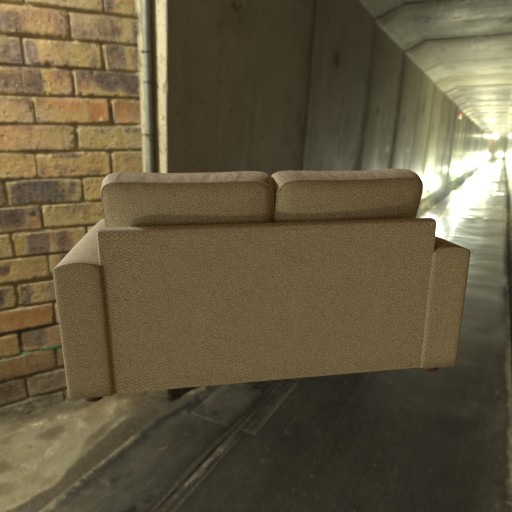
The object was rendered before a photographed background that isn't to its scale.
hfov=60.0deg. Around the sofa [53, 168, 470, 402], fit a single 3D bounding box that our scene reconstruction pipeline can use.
[{"bbox_3d":[0.000,0.000,2.183,1.616,0.873,1.016,-2,15,-9],"label":"sofa"}]
